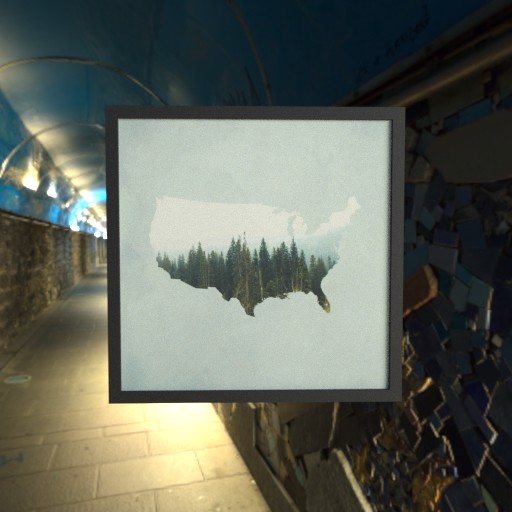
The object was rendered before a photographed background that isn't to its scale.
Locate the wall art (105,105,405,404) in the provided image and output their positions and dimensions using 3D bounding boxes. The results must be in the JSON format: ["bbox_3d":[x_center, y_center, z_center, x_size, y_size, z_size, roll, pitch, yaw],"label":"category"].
[{"bbox_3d":[0.000,0.000,1.158,0.763,0.763,0.038,0,2,-1],"label":"wall art"}]
